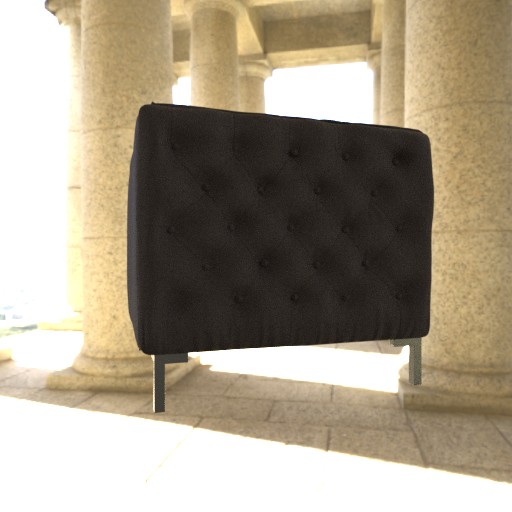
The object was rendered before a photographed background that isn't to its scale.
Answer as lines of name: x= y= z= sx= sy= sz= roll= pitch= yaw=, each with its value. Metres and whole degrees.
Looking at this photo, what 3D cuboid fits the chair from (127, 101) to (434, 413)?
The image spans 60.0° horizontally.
chair: x=0.000 y=0.000 z=1.659 sx=0.913 sy=0.807 sz=0.946 roll=0 pitch=0 yaw=-18
